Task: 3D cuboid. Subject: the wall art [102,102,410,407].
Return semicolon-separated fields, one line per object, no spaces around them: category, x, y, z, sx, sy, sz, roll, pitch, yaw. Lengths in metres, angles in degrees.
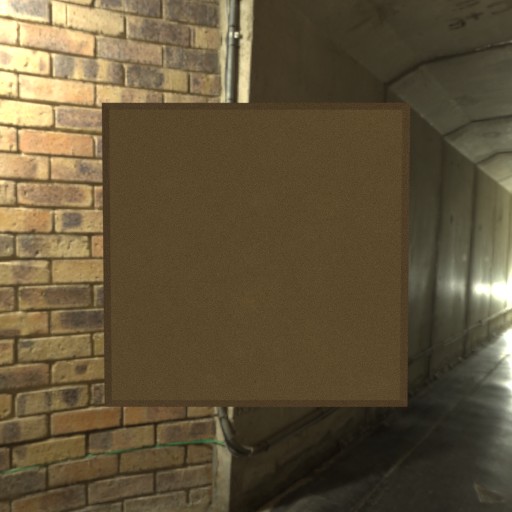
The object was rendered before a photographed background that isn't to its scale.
wall art;0.000;0.000;1.124;0.761;0.758;0.038;0;2;0
